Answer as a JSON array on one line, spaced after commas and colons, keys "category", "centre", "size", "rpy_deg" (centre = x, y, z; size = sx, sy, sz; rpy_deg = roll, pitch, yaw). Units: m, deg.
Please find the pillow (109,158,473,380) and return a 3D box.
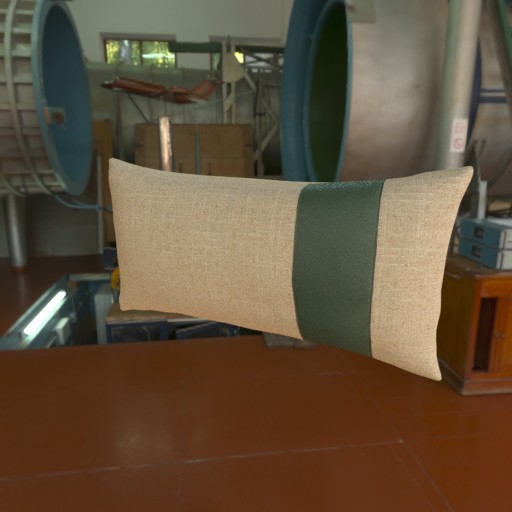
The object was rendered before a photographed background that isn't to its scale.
[{"category": "pillow", "centre": [0.000, 0.000, 1.020], "size": [0.859, 0.429, 0.197], "rpy_deg": [7, 16, 26]}]
